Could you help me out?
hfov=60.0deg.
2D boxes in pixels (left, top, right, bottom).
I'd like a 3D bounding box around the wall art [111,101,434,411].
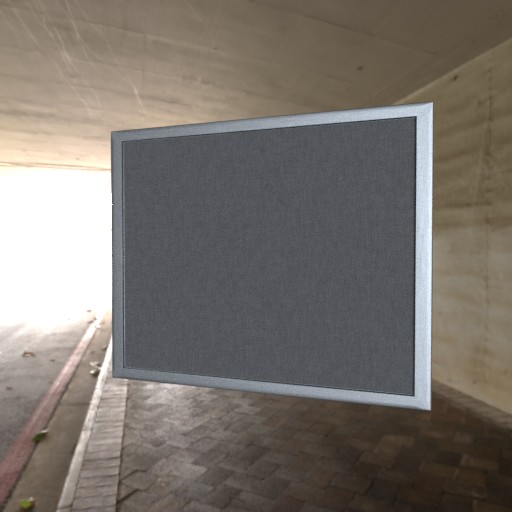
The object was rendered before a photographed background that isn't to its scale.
[{"bbox_3d":[0.000,0.000,0.750,0.556,0.457,0.028,0,1,18],"label":"wall art"}]
